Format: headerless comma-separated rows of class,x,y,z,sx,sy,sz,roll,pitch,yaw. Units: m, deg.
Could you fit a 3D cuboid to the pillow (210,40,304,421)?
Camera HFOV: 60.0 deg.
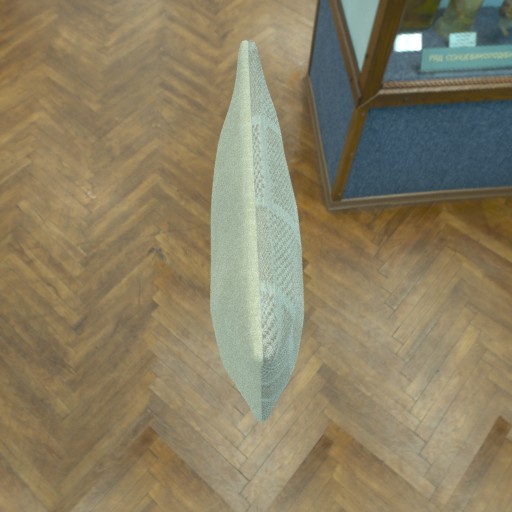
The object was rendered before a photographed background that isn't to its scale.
pillow,0.000,0.000,0.686,0.138,0.432,0.436,-2,63,-1
